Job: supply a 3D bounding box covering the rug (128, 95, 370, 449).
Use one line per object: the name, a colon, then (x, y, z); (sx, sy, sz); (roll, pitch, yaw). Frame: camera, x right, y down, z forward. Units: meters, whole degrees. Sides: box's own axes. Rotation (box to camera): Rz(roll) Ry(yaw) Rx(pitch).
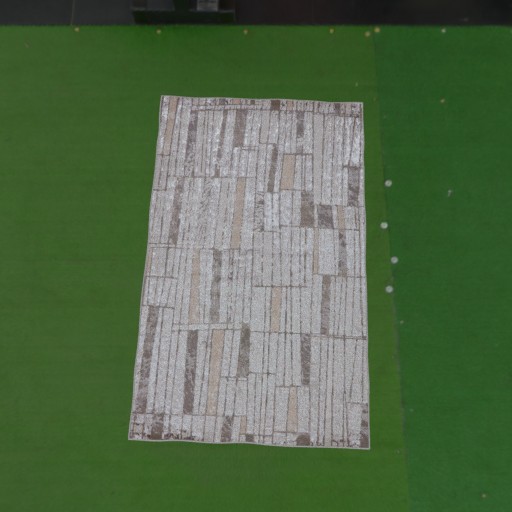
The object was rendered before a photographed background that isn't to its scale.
rug: (0.000, 0.000, 3.067); (1.531, 0.023, 2.444); (2, 77, 0)
